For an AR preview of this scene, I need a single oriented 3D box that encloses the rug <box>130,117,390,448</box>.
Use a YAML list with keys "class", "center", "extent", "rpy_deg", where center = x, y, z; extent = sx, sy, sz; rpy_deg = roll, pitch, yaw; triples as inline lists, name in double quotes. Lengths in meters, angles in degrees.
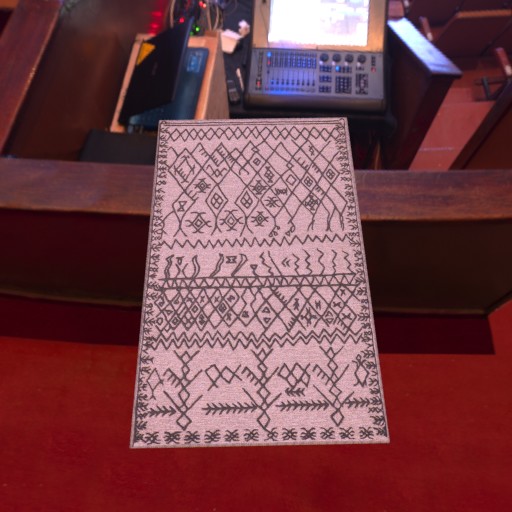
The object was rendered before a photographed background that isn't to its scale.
- class: "rug"
  center: [0.000, 0.000, 3.103]
  extent: [1.526, 0.012, 2.444]
  rpy_deg: [-1, 66, 0]
